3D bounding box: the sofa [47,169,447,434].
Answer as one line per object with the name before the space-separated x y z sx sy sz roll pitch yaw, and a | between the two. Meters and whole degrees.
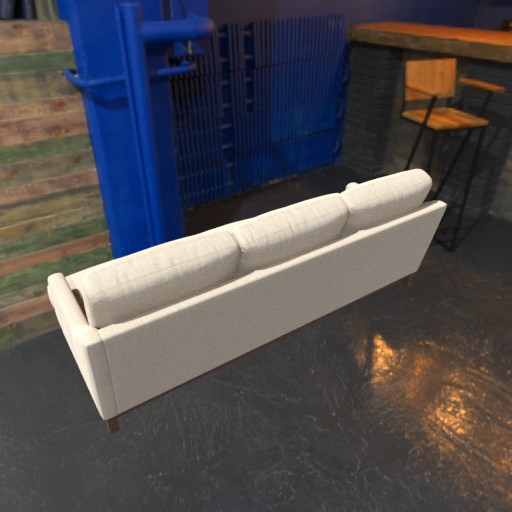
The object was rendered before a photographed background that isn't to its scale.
sofa | 0.000 0.000 2.770 2.321 0.913 1.000 -20 38 -28
